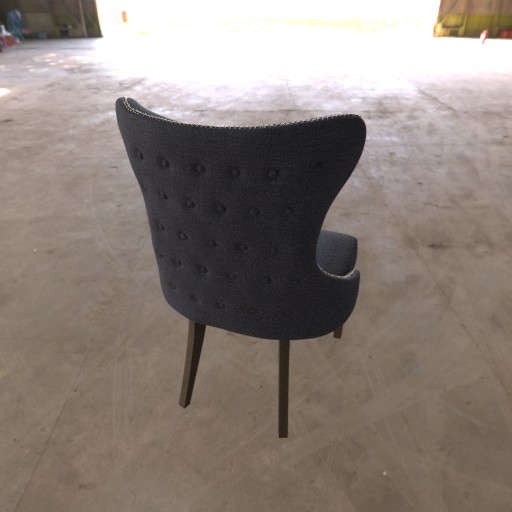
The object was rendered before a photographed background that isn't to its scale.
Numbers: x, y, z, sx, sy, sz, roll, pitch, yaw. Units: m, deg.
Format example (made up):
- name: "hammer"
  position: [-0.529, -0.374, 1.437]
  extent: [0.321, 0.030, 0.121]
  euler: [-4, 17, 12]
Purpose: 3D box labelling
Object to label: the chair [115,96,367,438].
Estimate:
- name: "chair"
  position: [0.000, 0.000, 1.354]
  extent: [0.628, 0.967, 0.635]
  euler: [10, 32, 17]
